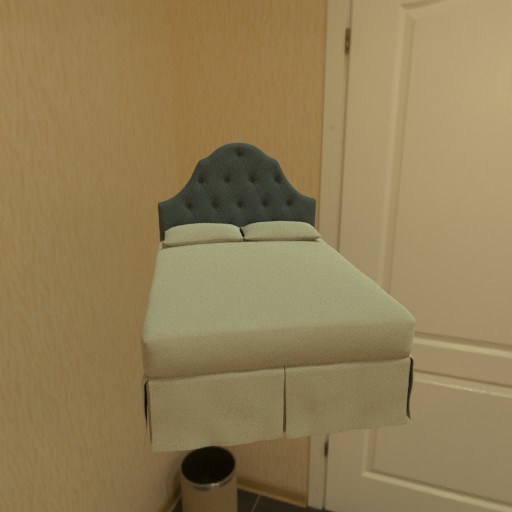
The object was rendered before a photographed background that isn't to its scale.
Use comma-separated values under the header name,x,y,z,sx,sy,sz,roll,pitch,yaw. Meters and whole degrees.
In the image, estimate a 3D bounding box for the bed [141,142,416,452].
name,x,y,z,sx,sy,sz,roll,pitch,yaw
bed,0.000,0.000,3.342,1.636,1.575,2.155,-3,17,-9
